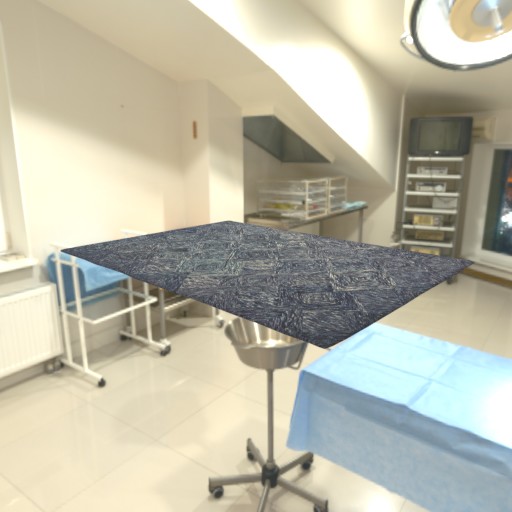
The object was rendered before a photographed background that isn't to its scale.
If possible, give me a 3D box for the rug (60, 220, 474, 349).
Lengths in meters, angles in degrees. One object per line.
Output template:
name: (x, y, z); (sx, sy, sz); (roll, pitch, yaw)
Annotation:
rug: (0.000, 0.000, 4.239); (3.245, 0.024, 2.385); (13, 19, 41)
